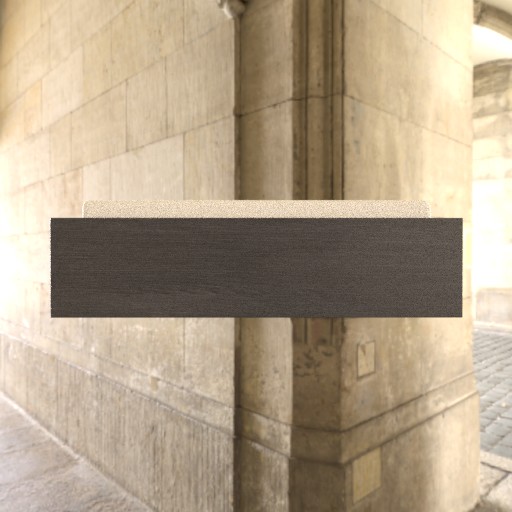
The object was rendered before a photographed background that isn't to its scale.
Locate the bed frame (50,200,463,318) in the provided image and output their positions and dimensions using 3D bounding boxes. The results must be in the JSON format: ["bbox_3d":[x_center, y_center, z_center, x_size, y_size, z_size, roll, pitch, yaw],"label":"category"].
[{"bbox_3d":[0.000,0.000,2.575,1.490,0.432,1.950,0,0,0],"label":"bed frame"}]
